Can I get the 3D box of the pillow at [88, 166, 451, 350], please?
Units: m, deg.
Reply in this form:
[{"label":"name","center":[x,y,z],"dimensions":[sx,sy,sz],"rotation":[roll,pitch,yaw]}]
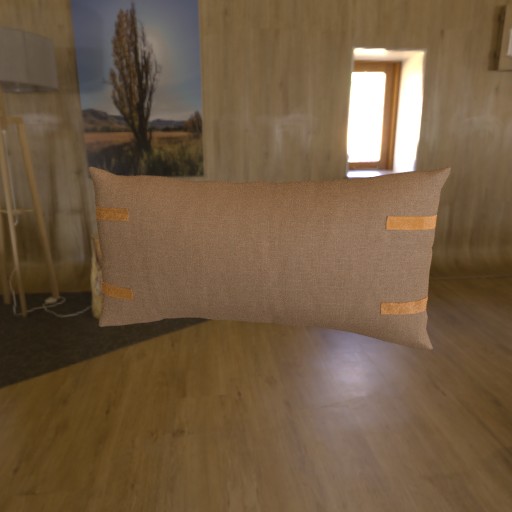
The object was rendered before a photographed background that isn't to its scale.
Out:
[{"label":"pillow","center":[0.000,0.000,0.765],"dimensions":[0.612,0.308,0.148],"rotation":[2,15,9]}]
